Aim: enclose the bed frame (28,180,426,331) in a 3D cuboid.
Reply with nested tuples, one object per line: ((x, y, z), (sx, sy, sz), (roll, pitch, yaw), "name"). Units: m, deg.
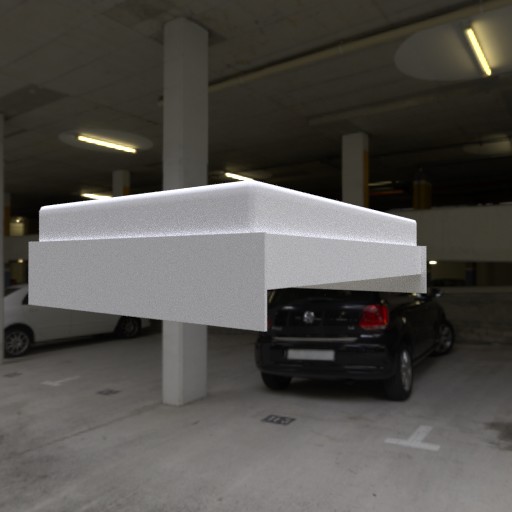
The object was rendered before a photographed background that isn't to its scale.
((0.000, 0.000, 2.622), (1.445, 0.497, 1.945), (0, 0, 35), "bed frame")
